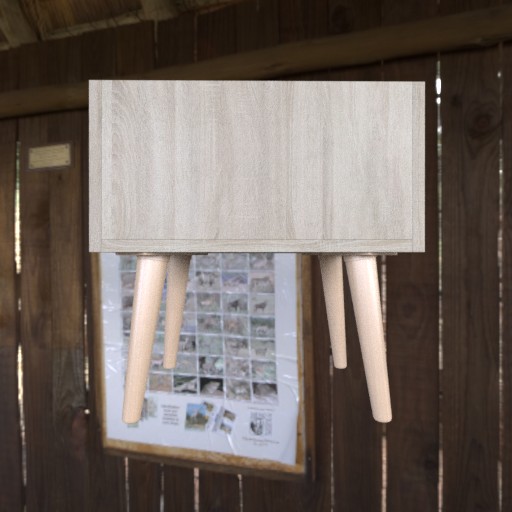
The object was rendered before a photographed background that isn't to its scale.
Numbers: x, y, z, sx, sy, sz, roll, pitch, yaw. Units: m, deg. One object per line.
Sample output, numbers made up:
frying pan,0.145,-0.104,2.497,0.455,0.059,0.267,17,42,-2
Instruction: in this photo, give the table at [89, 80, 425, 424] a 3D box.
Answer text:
table,0.000,0.000,0.779,0.450,0.470,0.370,0,0,-1
